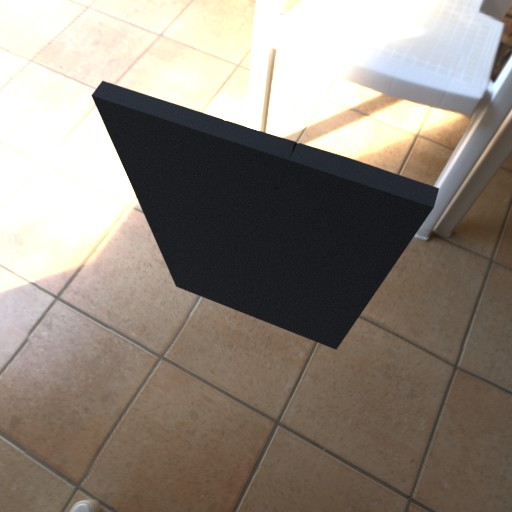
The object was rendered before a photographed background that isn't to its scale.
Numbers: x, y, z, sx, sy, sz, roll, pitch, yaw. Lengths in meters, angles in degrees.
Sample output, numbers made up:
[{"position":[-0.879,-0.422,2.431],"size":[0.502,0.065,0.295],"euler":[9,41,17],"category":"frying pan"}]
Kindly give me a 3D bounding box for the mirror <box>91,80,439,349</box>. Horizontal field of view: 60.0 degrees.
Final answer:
[{"position":[0.000,0.000,1.147],"size":[0.606,0.912,0.044],"euler":[20,66,9],"category":"mirror"}]
